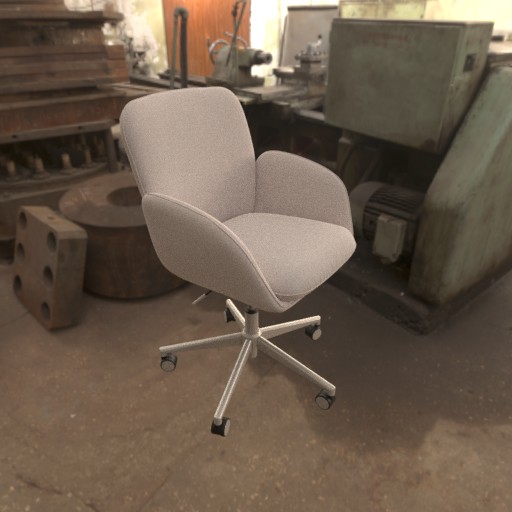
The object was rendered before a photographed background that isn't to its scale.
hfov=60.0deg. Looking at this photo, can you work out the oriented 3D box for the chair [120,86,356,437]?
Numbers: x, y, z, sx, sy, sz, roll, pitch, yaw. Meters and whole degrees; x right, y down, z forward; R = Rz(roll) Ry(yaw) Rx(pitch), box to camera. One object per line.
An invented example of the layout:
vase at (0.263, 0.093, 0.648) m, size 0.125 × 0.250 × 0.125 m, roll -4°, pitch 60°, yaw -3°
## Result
chair at (0.000, 0.000, 1.416) m, size 0.633 × 0.959 × 0.648 m, roll 19°, pitch 34°, yaw 31°
